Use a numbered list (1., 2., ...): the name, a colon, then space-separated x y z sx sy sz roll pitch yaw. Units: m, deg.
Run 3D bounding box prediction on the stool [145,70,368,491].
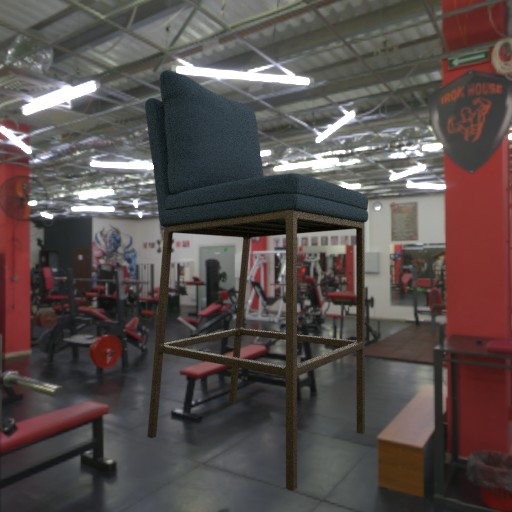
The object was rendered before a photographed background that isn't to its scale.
1. stool: 0.000 0.000 1.396 0.568 1.124 0.463 0 -1 36
